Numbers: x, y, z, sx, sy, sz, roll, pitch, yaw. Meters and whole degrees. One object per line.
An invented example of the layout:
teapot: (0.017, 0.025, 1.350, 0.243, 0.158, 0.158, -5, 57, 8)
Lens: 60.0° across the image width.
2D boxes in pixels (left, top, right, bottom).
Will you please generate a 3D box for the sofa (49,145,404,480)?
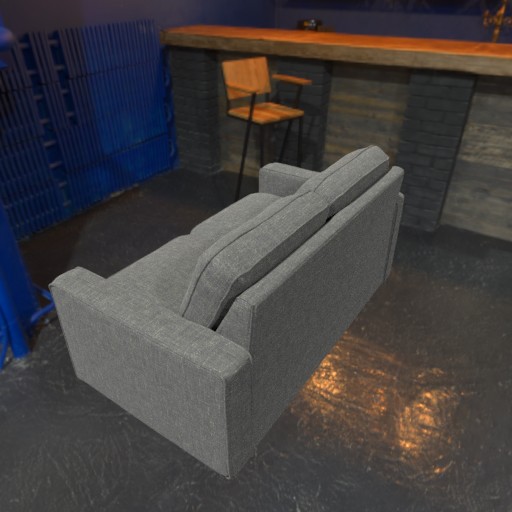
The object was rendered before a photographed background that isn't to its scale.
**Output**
sofa: (0.000, 0.000, 2.249, 0.947, 0.918, 1.709, 20, 37, 29)
